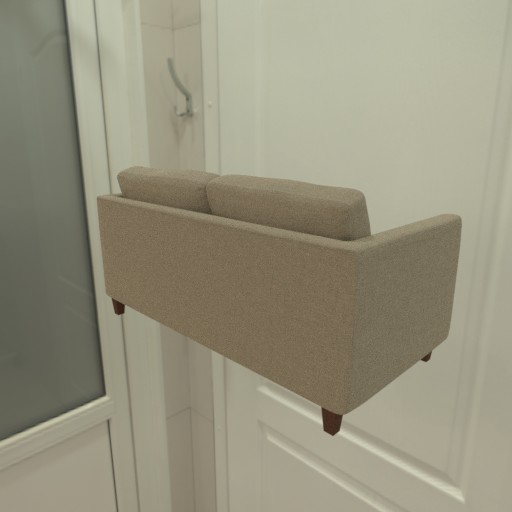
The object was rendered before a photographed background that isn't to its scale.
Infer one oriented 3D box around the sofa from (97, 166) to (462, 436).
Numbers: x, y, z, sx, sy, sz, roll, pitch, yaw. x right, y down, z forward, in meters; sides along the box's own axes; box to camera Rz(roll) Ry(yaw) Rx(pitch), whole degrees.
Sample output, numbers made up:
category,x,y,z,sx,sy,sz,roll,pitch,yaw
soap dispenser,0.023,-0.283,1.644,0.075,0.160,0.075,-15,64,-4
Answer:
category,x,y,z,sx,sy,sz,roll,pitch,yaw
sofa,0.000,0.000,2.469,1.884,0.947,0.951,15,21,43
